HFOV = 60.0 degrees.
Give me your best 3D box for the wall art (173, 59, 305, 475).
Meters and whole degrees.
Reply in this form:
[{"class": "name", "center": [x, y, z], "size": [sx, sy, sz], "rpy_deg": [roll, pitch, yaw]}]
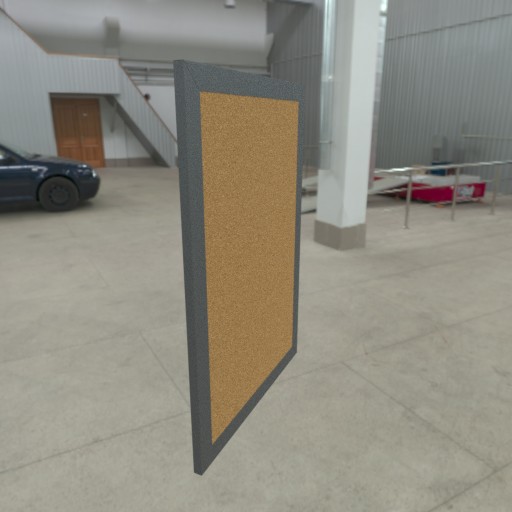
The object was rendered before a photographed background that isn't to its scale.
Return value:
[{"class": "wall art", "center": [0.000, 0.000, 0.705], "size": [0.013, 0.534, 0.380], "rpy_deg": [8, 19, 24]}]
